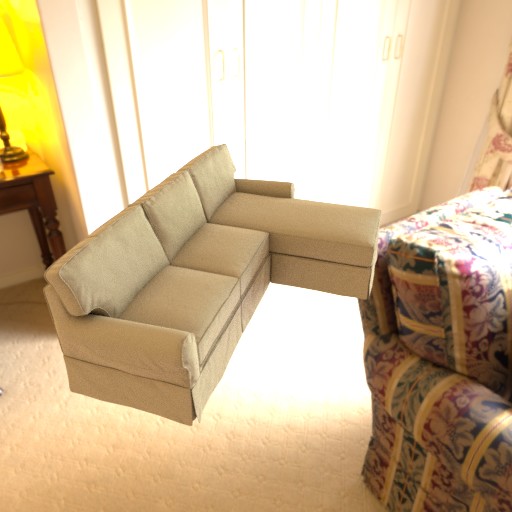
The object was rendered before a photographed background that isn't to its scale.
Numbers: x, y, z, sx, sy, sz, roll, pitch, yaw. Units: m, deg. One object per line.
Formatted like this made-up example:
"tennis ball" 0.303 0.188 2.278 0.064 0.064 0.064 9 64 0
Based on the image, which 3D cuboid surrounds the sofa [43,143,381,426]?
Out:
"sofa" 0.000 0.000 3.341 1.733 0.978 2.475 9 32 15
